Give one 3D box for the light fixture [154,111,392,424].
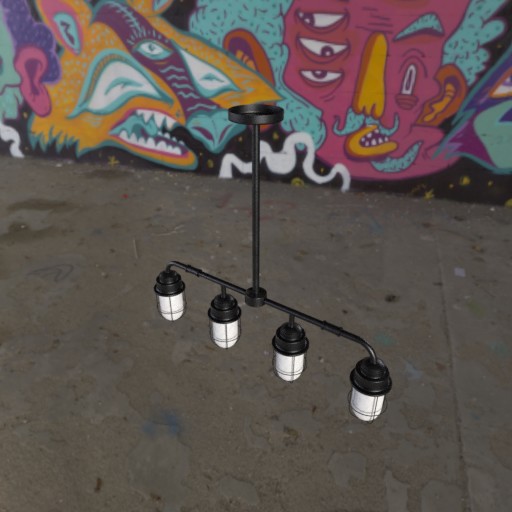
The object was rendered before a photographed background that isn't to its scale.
[{"bbox_3d":[0.000,0.000,1.228,0.852,0.785,0.131,20,35,31],"label":"light fixture"}]
